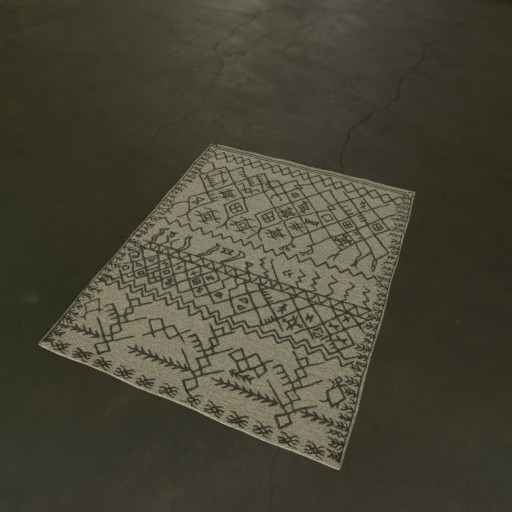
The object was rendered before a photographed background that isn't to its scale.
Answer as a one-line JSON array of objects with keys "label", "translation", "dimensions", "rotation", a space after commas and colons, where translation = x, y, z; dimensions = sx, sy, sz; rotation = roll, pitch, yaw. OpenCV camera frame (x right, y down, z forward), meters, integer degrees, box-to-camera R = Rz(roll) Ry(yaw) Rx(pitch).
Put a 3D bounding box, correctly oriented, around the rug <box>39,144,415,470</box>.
[{"label": "rug", "translation": [0.000, 0.000, 3.288], "dimensions": [1.964, 0.025, 2.455], "rotation": [17, 49, 15]}]
